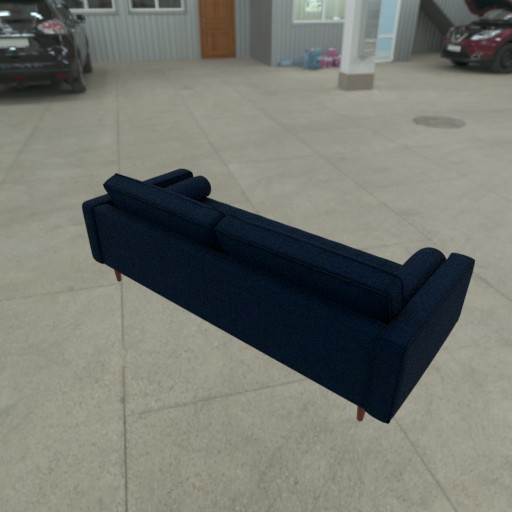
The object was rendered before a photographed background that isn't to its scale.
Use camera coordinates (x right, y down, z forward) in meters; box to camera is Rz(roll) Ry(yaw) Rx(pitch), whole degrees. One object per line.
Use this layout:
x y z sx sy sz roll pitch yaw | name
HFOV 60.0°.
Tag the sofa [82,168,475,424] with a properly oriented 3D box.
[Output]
0.000 0.000 2.664 2.210 0.762 0.914 22 37 33 | sofa
